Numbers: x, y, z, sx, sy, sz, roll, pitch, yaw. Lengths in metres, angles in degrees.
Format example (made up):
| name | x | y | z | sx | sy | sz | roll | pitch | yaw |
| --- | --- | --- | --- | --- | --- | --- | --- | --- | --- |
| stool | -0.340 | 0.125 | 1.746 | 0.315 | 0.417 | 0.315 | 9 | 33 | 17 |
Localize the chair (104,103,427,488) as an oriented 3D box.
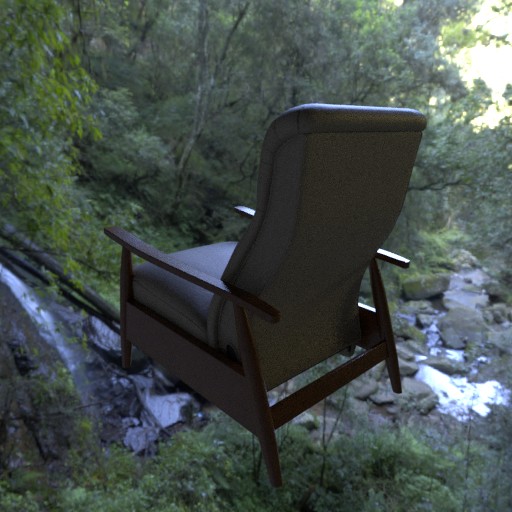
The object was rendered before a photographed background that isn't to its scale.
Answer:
| name | x | y | z | sx | sy | sz | roll | pitch | yaw |
| --- | --- | --- | --- | --- | --- | --- | --- | --- | --- |
| chair | 0.000 | 0.000 | 1.731 | 0.762 | 1.082 | 1.032 | -15 | 22 | -41 |
